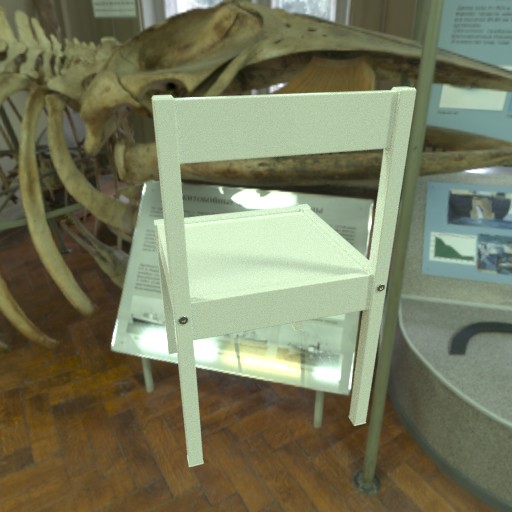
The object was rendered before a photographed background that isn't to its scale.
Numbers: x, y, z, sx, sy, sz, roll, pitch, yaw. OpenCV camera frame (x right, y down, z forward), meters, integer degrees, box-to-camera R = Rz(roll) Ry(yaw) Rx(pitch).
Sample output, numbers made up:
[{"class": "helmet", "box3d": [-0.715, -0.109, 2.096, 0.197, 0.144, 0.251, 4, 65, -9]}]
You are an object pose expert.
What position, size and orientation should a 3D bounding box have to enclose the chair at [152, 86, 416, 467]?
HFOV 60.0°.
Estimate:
[{"class": "chair", "box3d": [0.000, 0.000, 0.682, 0.285, 0.505, 0.285, -8, 28, -15]}]
